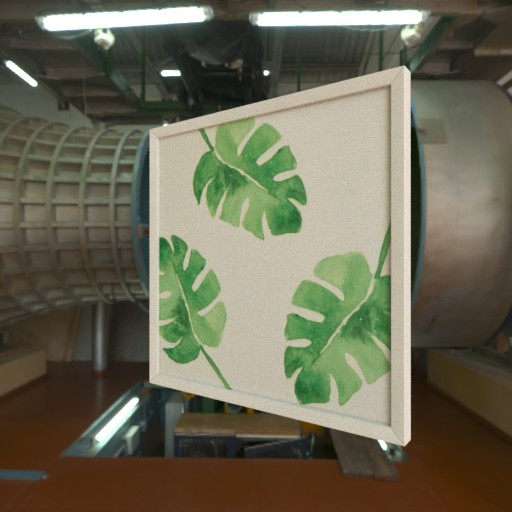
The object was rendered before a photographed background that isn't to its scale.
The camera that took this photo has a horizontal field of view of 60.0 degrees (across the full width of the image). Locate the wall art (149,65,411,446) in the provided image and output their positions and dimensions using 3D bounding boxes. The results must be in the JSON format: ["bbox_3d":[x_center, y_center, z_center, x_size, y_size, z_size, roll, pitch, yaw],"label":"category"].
[{"bbox_3d":[0.000,0.000,1.124,0.762,0.762,0.040,0,0,36],"label":"wall art"}]
